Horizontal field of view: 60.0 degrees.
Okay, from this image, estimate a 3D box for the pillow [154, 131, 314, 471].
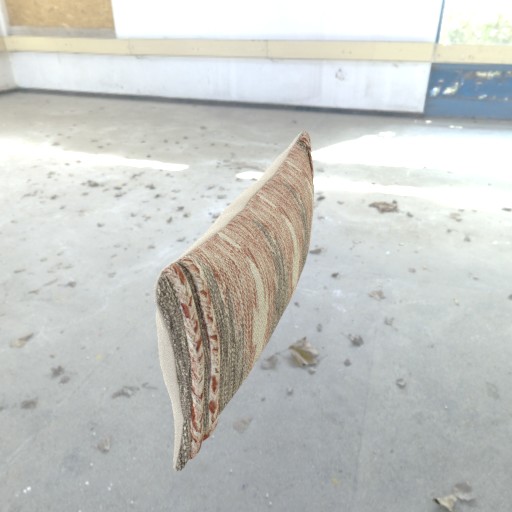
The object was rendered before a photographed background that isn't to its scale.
[{"bbox_3d":[0.000,0.000,0.739,0.139,0.282,0.635,9,31,16],"label":"pillow"}]
